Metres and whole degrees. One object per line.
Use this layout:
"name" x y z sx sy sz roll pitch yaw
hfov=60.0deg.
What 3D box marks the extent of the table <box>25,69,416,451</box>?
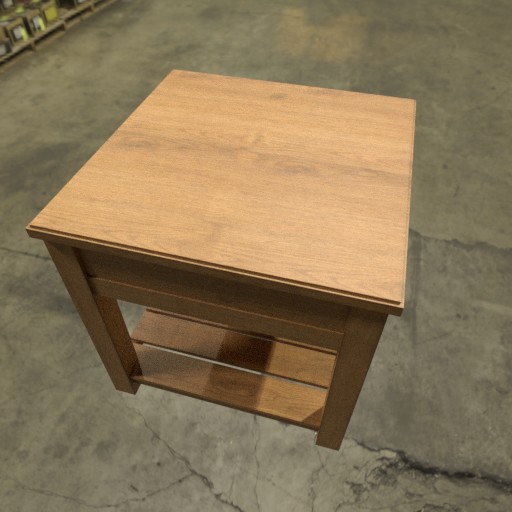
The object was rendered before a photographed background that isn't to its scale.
"table" 0.000 0.000 1.083 0.612 0.593 0.616 11 48 11
